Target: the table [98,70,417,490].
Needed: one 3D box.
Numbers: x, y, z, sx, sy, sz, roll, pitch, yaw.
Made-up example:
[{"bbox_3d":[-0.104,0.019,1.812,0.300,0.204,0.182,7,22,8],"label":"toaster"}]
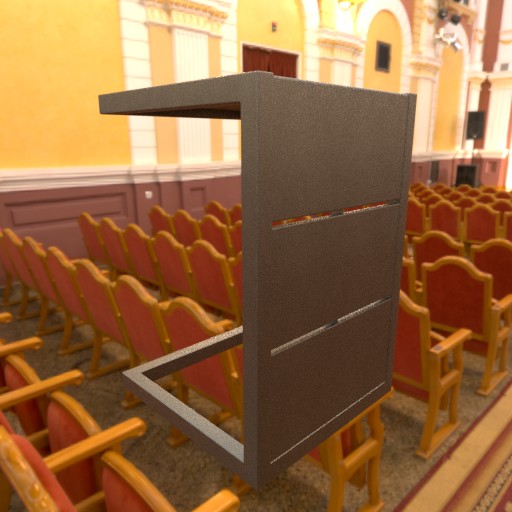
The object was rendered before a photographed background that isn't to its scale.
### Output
[{"bbox_3d":[0.000,0.000,0.885,0.405,0.609,0.420,-14,20,-43],"label":"table"}]
